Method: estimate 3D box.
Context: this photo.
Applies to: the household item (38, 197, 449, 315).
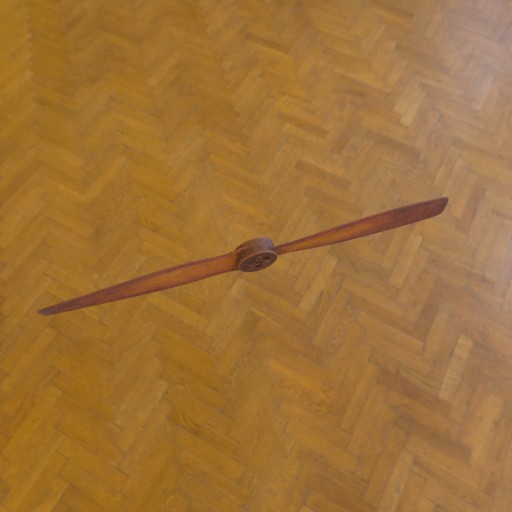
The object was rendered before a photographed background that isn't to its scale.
[{"bbox_3d":[0.000,0.000,1.239,1.181,0.121,0.051,-15,65,-7],"label":"household item"}]
